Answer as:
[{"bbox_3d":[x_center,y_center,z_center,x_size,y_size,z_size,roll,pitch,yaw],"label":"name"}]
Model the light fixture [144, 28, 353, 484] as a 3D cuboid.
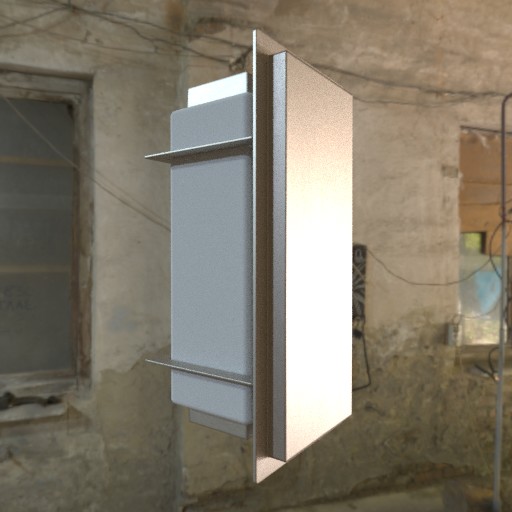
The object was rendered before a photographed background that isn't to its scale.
[{"bbox_3d":[0.000,0.000,0.472,0.160,0.380,0.168,1,1,36],"label":"light fixture"}]
